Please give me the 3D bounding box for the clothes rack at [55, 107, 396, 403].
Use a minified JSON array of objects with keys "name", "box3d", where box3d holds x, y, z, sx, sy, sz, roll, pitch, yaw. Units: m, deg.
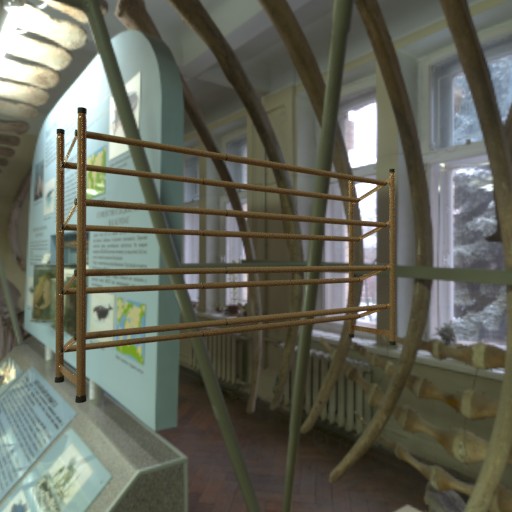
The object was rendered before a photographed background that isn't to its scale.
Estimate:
[{"name":"clothes rack","box3d":[0.000,0.000,1.436,1.168,0.672,0.229,0,-1,-36]}]
